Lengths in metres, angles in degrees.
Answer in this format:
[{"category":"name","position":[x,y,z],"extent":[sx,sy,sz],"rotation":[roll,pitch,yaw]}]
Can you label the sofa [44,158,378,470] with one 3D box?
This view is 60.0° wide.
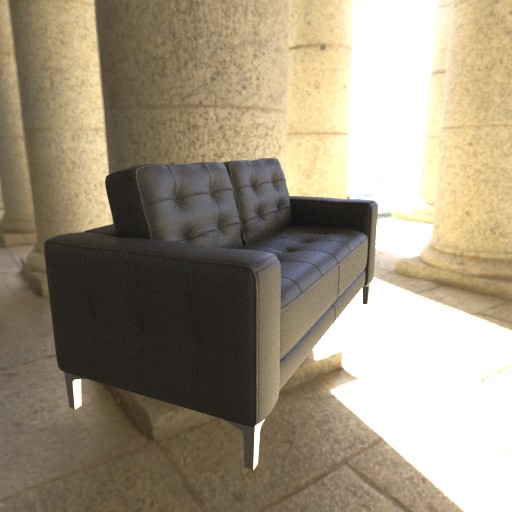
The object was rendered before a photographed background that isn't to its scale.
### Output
[{"category":"sofa","position":[0.000,0.000,2.118],"extent":[0.833,0.892,1.726],"rotation":[7,15,25]}]
